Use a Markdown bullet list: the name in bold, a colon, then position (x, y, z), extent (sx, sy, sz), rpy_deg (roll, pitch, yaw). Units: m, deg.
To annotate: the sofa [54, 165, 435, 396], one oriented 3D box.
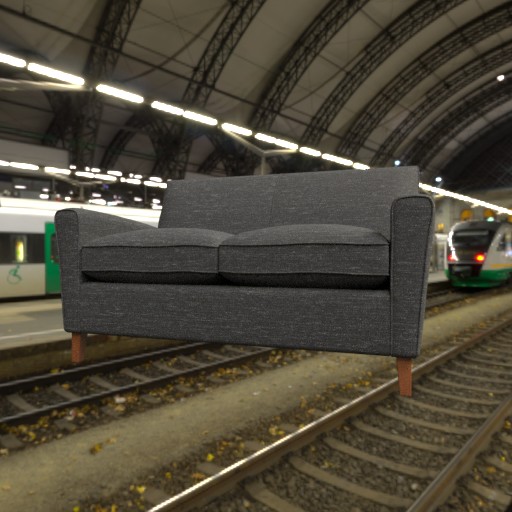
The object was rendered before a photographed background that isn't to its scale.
- **sofa**: position (0.000, 0.000, 1.939), extent (1.420, 0.846, 0.875), rpy_deg (0, 1, 19)
